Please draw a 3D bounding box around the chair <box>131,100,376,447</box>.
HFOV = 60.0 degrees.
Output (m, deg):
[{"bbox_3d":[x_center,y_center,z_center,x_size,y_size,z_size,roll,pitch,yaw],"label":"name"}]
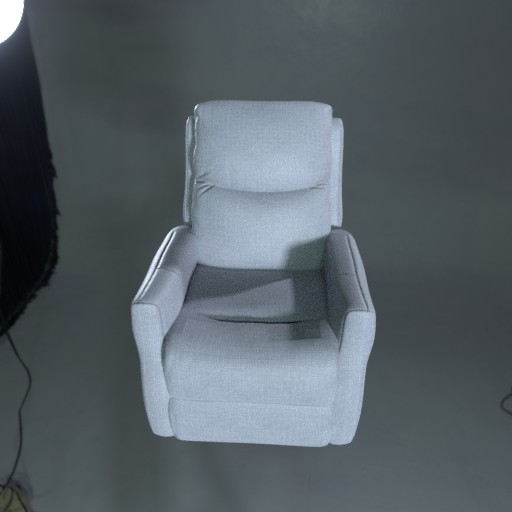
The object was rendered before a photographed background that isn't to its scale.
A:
[{"bbox_3d":[0.000,0.000,1.748,0.829,1.030,1.080,2,30,3],"label":"chair"}]
